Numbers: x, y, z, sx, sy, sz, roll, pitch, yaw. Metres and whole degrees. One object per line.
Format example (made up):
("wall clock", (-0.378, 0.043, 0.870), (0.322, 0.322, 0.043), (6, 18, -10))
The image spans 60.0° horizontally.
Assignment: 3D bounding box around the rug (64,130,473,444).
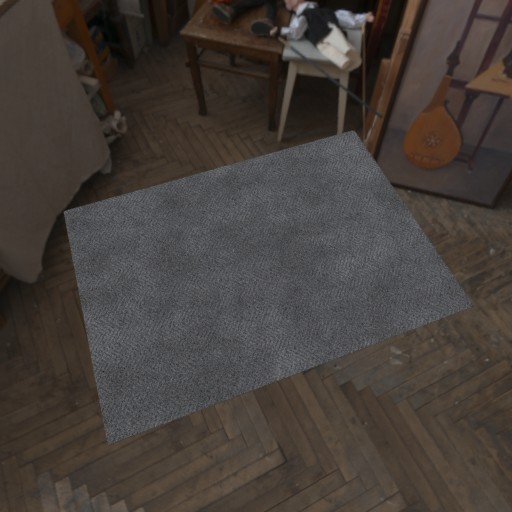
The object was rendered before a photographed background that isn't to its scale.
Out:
("rug", (0.000, 0.000, 2.879), (2.235, 0.008, 1.600), (-18, 61, -10))
